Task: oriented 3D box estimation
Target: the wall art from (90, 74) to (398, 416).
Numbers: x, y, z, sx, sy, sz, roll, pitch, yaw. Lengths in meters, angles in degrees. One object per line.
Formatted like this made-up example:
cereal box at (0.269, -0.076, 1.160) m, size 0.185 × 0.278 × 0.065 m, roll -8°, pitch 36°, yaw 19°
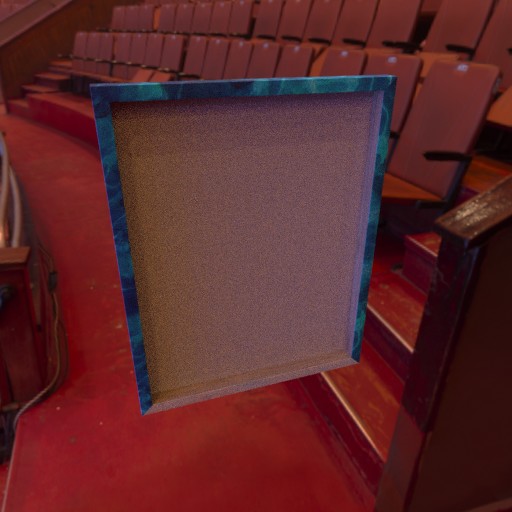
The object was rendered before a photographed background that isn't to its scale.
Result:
wall art at (0.000, 0.000, 0.856) m, size 0.508 × 0.635 × 0.038 m, roll -9°, pitch 28°, yaw -17°
